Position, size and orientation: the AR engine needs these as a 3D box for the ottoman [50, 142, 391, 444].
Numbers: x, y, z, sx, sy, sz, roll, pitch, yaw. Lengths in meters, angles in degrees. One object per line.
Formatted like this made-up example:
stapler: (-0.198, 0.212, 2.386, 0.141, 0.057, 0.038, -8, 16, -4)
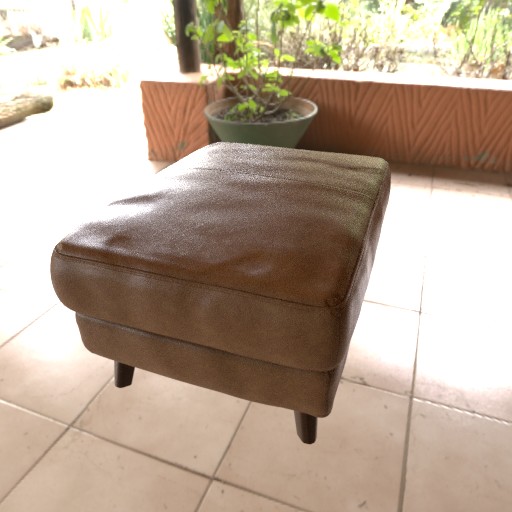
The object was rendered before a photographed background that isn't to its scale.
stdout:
ottoman: (0.000, 0.000, 1.206, 0.630, 0.461, 0.869, 10, 31, 17)
